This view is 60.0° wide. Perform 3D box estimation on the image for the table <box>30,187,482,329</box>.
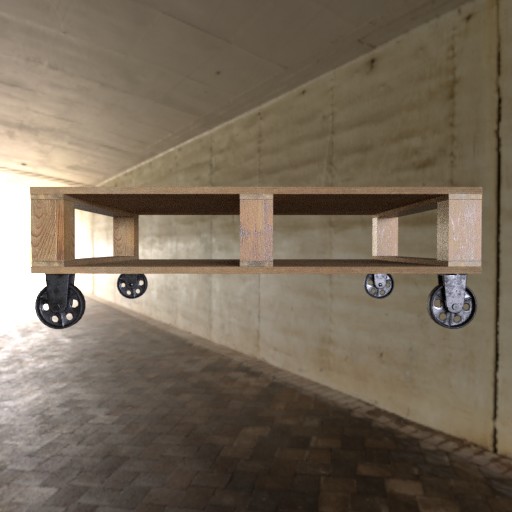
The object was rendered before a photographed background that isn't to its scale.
[{"bbox_3d":[0.000,0.000,1.689,1.299,0.413,0.827,0,1,0],"label":"table"}]
